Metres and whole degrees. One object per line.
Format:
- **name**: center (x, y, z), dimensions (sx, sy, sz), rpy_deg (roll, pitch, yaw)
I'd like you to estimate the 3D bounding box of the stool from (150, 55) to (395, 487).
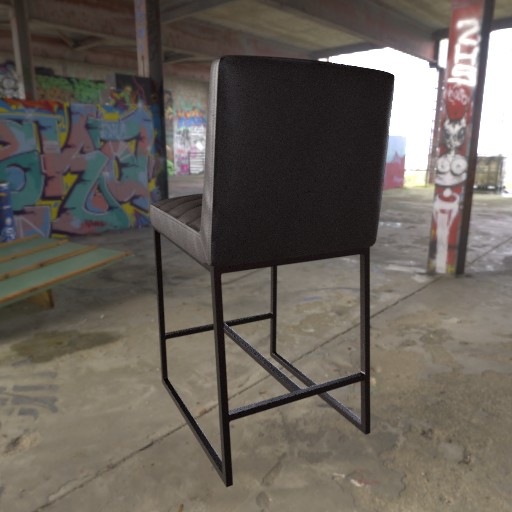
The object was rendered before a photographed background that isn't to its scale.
- **stool**: center (0.000, 0.000, 1.250), dimensions (0.463, 0.946, 0.562), rpy_deg (-7, 16, -27)
